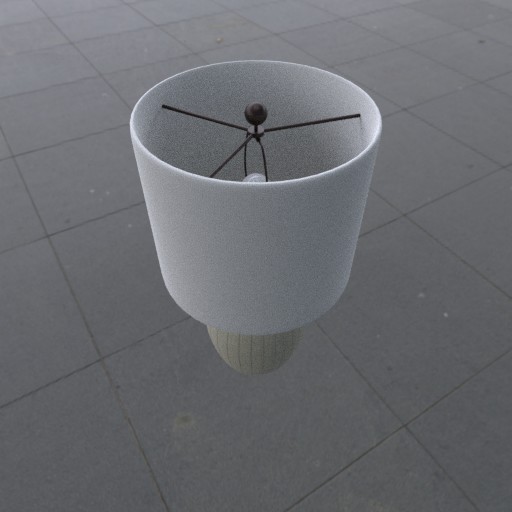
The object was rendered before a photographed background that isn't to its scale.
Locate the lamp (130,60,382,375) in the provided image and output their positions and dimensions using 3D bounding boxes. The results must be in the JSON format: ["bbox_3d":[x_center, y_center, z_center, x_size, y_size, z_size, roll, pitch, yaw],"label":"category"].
[{"bbox_3d":[0.000,0.000,0.780,0.329,0.570,0.329,-12,47,-12],"label":"lamp"}]
